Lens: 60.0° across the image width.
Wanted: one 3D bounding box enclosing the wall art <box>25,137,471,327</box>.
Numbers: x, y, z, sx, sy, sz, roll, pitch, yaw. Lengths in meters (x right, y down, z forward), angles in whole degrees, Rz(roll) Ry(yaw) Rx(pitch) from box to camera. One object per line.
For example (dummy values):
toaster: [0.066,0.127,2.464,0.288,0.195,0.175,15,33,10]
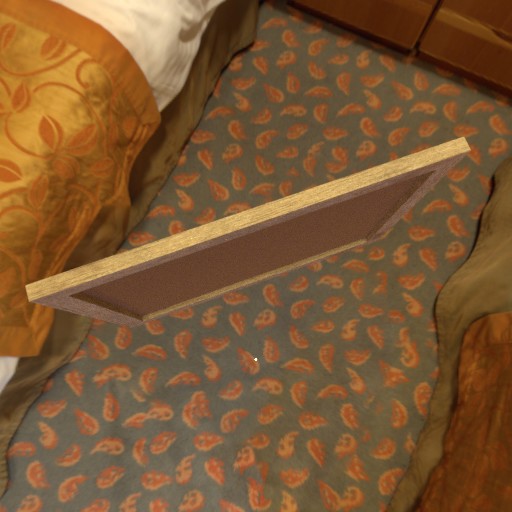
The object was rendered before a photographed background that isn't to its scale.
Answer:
wall art: [0.000,0.000,0.915,0.690,0.535,0.026,-19,78,-4]
